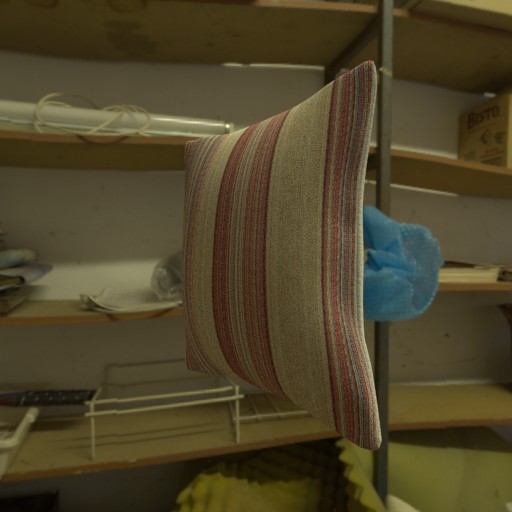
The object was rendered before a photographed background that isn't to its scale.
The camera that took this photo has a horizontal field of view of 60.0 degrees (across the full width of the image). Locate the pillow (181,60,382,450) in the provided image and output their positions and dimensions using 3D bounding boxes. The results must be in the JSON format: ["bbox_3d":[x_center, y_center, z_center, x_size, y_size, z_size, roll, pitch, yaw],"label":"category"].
[{"bbox_3d":[0.000,0.000,0.641,0.136,0.419,0.437,0,0,-36],"label":"pillow"}]
